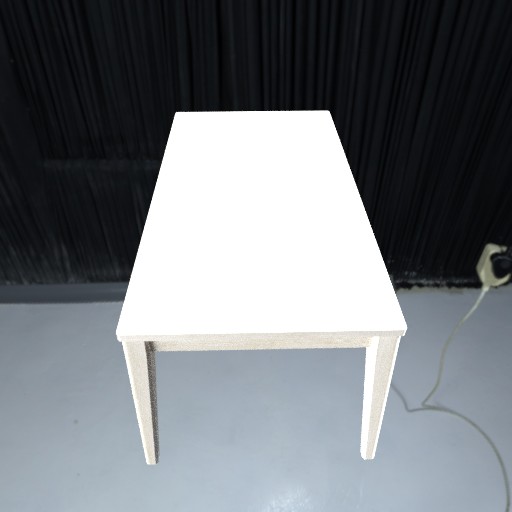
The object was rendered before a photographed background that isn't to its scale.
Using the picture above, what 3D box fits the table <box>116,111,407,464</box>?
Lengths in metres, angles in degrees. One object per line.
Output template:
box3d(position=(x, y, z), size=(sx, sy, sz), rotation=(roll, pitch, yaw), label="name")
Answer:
box3d(position=(0.000, 0.000, 2.100), size=(0.900, 0.760, 1.600), rotation=(-1, 41, -1), label="table")
